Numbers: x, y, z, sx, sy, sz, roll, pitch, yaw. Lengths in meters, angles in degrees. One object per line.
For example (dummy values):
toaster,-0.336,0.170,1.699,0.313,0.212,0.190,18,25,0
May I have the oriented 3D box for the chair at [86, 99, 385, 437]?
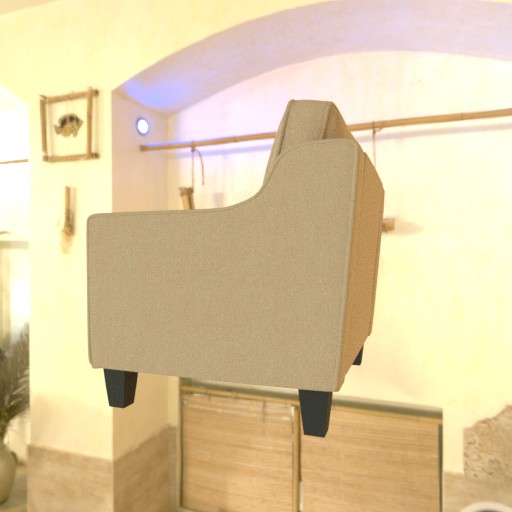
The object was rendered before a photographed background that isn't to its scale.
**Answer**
chair,0.000,0.000,1.674,0.882,0.948,0.922,0,1,20
